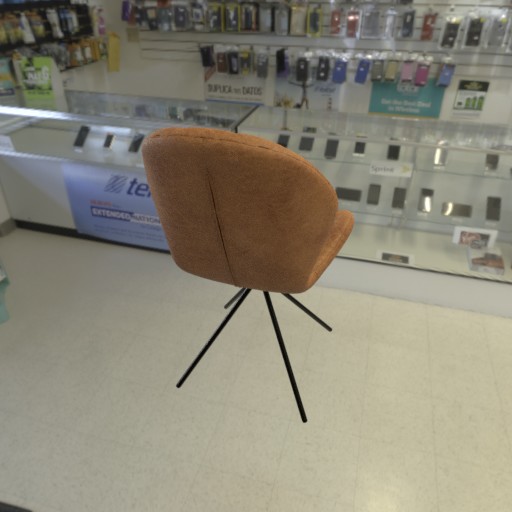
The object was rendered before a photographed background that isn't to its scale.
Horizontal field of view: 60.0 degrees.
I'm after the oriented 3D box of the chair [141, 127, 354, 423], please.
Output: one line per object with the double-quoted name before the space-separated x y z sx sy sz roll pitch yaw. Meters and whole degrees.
"chair" 0.000 0.000 1.319 0.527 0.929 0.640 10 34 15
